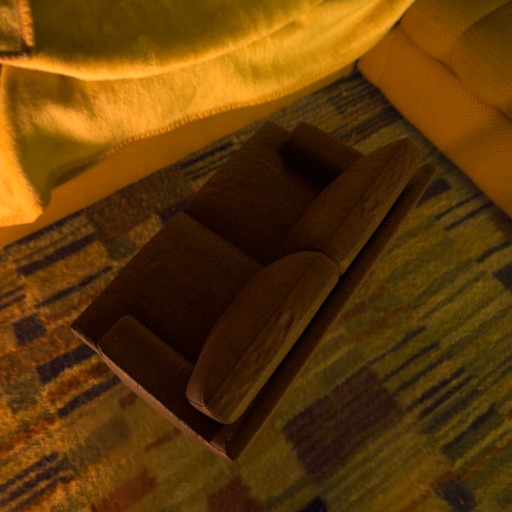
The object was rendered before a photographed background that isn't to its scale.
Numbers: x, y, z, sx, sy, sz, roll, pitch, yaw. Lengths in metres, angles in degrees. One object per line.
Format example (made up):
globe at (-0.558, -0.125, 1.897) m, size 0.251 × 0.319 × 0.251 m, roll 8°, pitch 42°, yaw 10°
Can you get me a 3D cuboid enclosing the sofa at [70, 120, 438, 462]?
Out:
sofa at (0.000, 0.000, 2.460) m, size 1.143 × 0.939 × 1.880 m, roll 33°, pitch 68°, yaw 16°
